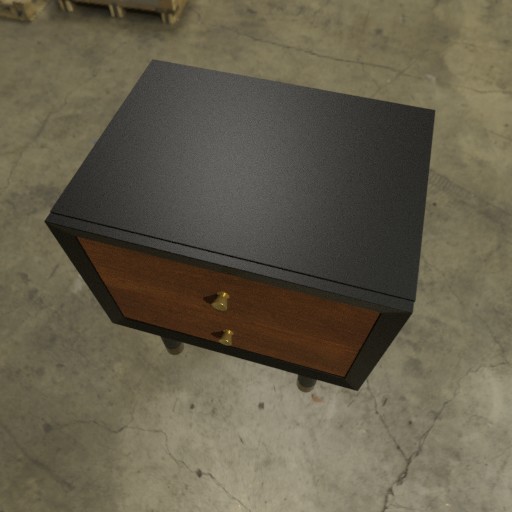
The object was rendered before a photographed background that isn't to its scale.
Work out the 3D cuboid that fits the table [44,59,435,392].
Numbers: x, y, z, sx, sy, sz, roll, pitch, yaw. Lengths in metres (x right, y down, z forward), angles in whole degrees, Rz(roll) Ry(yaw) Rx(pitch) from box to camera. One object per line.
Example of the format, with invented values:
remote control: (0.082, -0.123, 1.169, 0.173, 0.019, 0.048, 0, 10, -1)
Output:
table: (0.000, 0.000, 0.994, 0.564, 0.584, 0.441, 14, 59, 8)
